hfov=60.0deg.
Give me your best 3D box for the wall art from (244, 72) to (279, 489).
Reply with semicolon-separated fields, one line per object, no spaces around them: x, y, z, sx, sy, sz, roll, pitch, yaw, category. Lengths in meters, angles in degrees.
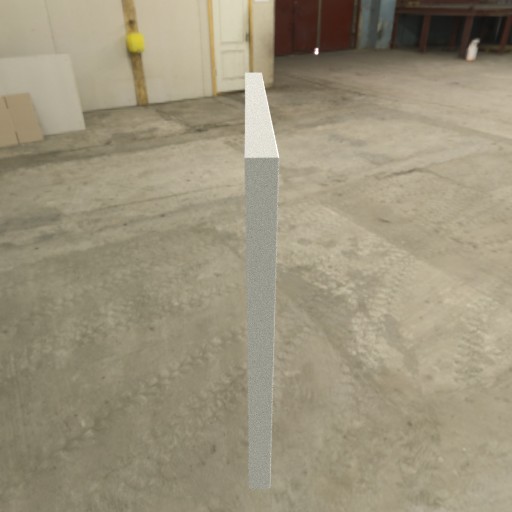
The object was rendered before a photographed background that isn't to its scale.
0.000;0.000;0.902;0.038;0.610;0.610;-1;31;-1;wall art
